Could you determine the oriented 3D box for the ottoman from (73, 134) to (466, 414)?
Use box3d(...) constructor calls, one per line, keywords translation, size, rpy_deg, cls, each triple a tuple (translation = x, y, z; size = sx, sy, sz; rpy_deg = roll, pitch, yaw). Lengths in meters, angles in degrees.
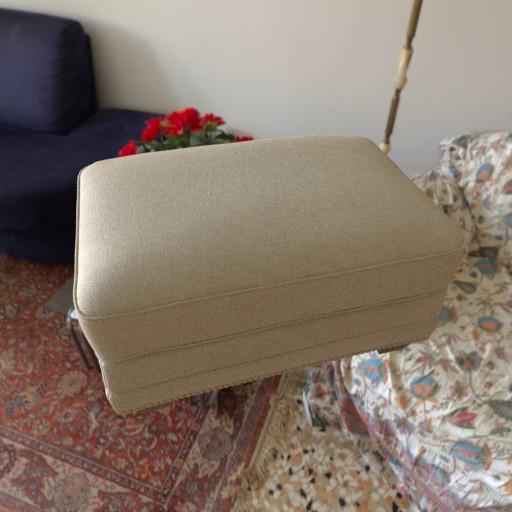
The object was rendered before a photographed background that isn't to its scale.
box3d(translation=(0.000, 0.000, 1.142), size=(0.813, 0.458, 0.559), rpy_deg=(-11, 43, -12), cls="ottoman")
